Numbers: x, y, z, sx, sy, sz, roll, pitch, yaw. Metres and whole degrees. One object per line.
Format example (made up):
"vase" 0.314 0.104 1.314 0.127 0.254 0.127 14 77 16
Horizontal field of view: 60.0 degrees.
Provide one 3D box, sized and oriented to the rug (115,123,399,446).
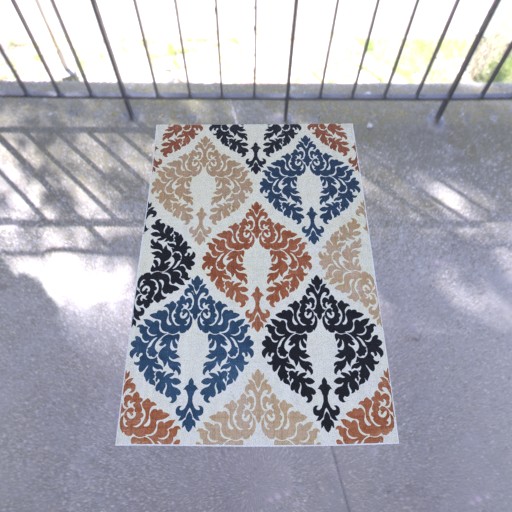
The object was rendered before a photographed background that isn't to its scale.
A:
"rug" 0.000 0.000 2.873 1.514 0.014 2.275 0 63 0
